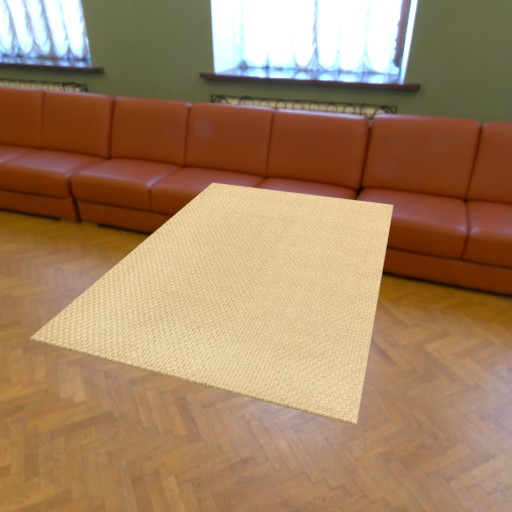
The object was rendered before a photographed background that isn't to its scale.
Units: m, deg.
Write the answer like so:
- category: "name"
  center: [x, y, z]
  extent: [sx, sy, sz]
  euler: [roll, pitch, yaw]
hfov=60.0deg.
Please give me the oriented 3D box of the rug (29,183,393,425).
- category: "rug"
  center: [0.000, 0.000, 2.738]
  extent: [1.509, 0.013, 2.144]
  euler: [10, 31, 16]
